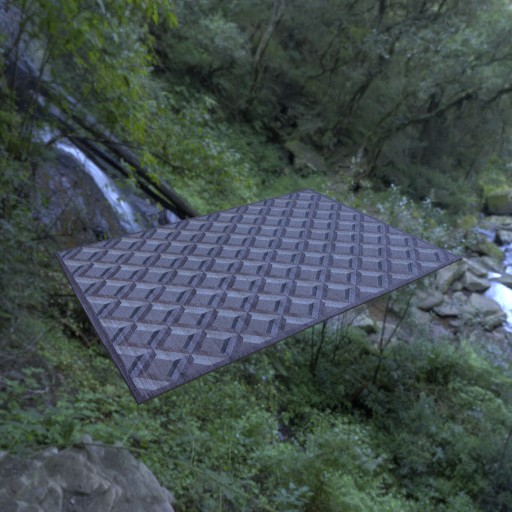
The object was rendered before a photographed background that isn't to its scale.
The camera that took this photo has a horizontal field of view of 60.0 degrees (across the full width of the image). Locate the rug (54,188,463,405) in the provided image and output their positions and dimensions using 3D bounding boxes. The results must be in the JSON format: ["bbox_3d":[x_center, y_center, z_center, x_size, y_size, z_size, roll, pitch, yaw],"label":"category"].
[{"bbox_3d":[0.000,0.000,2.979,2.260,0.013,1.600,-18,34,-29],"label":"rug"}]
